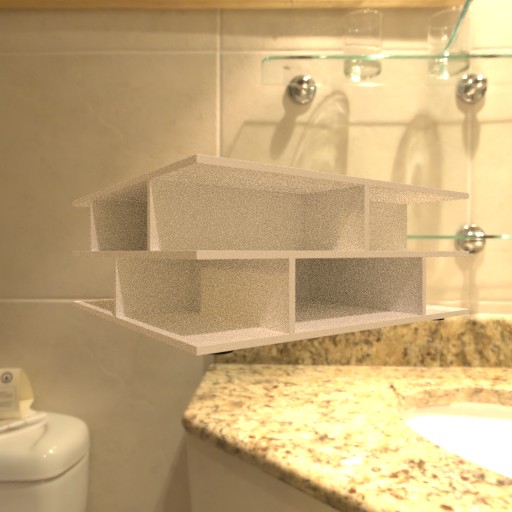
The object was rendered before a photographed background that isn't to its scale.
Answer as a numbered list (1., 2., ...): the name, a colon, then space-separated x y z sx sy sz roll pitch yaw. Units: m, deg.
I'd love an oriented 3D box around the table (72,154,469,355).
1. table: 0.000 0.000 1.098 0.700 0.289 0.700 0 1 -36
